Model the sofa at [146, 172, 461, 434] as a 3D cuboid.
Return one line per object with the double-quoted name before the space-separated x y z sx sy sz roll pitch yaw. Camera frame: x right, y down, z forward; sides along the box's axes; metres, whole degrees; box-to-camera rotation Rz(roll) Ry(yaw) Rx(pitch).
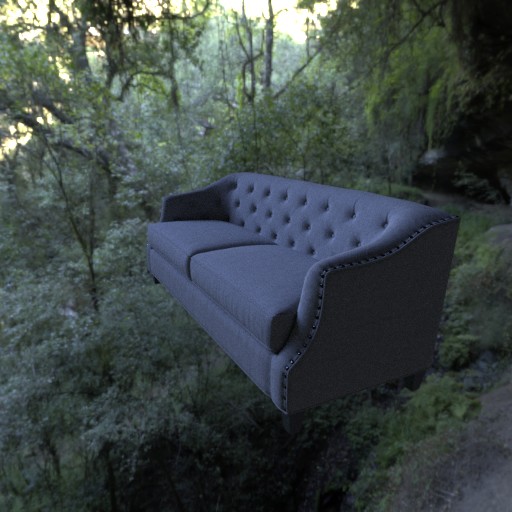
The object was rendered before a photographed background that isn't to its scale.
"sofa" 0.000 0.000 2.822 0.914 0.901 2.235 -8 18 -26
